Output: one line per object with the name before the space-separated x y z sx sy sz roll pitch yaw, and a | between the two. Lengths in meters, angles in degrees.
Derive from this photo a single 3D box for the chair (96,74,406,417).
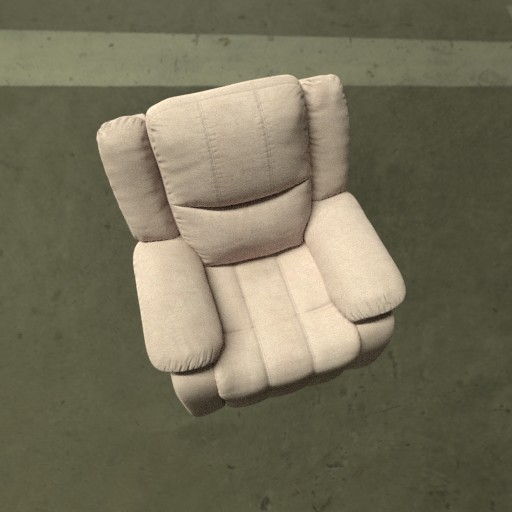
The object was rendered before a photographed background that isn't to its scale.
chair | 0.000 0.000 1.694 0.899 1.008 0.944 -15 65 -7
